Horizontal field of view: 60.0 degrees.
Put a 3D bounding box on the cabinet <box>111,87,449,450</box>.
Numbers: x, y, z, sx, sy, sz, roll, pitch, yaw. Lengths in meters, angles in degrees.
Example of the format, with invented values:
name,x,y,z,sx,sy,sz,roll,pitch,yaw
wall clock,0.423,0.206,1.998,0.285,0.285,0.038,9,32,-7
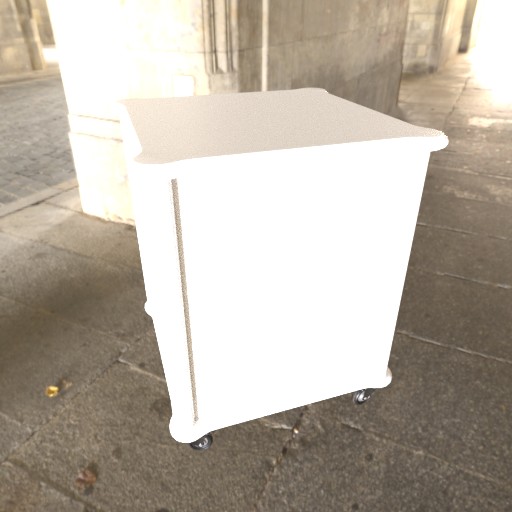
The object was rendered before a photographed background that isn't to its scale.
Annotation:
name,x,y,z,sx,sy,sz,roll,pitch,yaw
cabinet,0.000,0.000,1.222,0.627,0.761,0.628,-10,31,-16
